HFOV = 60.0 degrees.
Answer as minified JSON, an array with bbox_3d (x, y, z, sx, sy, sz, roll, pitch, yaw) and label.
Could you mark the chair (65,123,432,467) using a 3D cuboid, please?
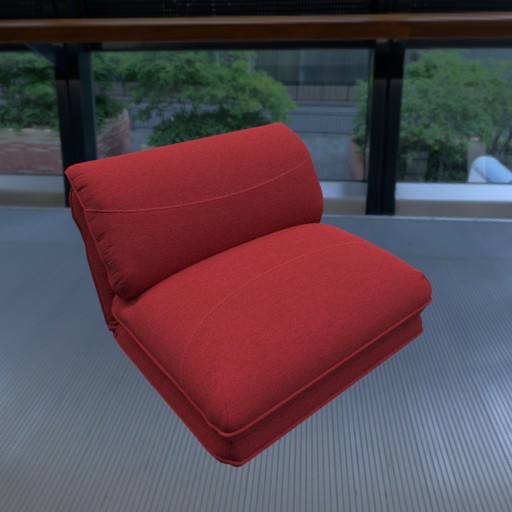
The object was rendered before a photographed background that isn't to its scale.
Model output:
[{"bbox_3d":[0.000,0.000,1.327,0.820,0.580,0.780,-23,37,-34],"label":"chair"}]
